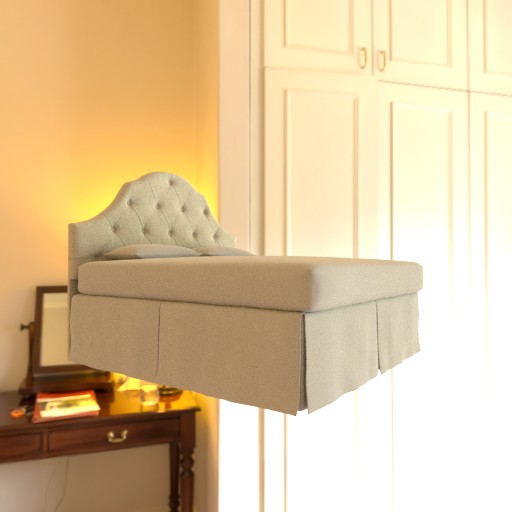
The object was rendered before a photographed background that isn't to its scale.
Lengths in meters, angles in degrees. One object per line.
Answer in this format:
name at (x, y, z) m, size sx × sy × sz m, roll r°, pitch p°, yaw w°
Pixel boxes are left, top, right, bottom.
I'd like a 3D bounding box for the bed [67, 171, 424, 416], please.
bed at (0.000, 0.000, 3.476) m, size 2.086 × 1.555 × 2.012 m, roll 0°, pitch -1°, yaw 36°
